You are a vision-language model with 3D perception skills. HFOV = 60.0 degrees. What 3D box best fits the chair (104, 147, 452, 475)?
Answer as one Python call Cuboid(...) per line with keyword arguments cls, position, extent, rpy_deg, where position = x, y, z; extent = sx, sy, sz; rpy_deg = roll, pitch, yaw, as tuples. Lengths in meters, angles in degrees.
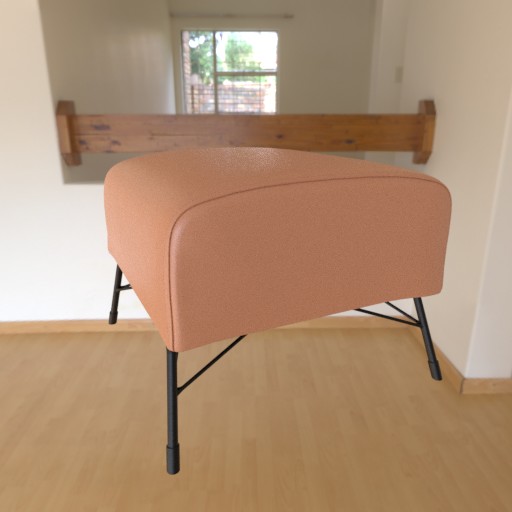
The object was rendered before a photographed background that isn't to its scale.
Cuboid(cls="chair", position=(0.000, 0.000, 0.886), extent=(0.530, 0.410, 0.530), rpy_deg=(-9, 20, -25))
